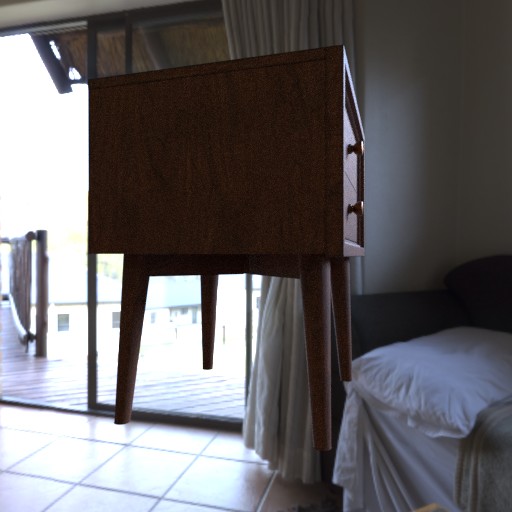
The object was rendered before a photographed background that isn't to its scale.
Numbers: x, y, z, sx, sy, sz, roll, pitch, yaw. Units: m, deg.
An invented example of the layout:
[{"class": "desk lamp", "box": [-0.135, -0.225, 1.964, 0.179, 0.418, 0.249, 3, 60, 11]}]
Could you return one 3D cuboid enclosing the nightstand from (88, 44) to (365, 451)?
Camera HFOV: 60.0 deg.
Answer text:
[{"class": "nightstand", "box": [0.000, 0.000, 0.944, 0.445, 0.607, 0.521, 0, 0, 17]}]
